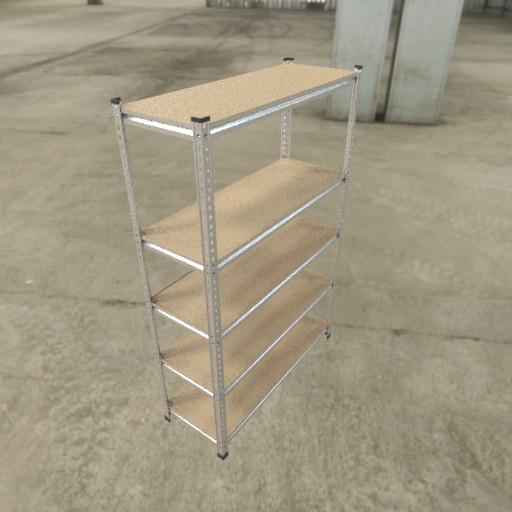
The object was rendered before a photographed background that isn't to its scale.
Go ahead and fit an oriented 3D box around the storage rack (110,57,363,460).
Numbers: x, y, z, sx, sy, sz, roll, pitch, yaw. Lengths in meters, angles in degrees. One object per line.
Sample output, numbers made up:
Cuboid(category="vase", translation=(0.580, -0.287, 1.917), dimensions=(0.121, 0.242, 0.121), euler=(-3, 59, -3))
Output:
Cuboid(category="storage rack", translation=(0.000, 0.000, 2.432), dimensions=(0.457, 1.829, 1.219), euler=(21, 38, 30))
